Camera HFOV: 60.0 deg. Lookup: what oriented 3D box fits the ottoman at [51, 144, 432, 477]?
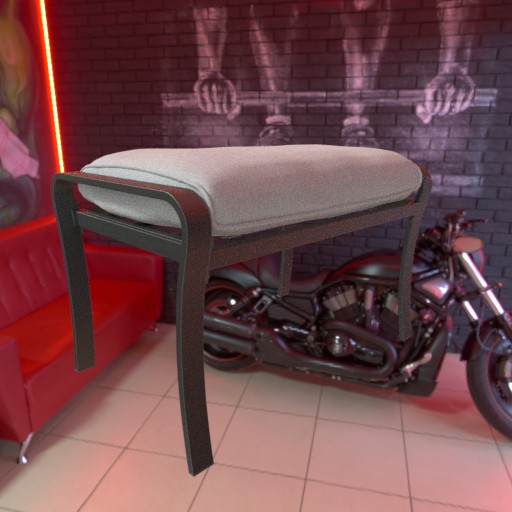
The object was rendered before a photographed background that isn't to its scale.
[{"bbox_3d":[0.000,0.000,0.877,0.610,0.422,0.406,-15,22,-42],"label":"ottoman"}]
